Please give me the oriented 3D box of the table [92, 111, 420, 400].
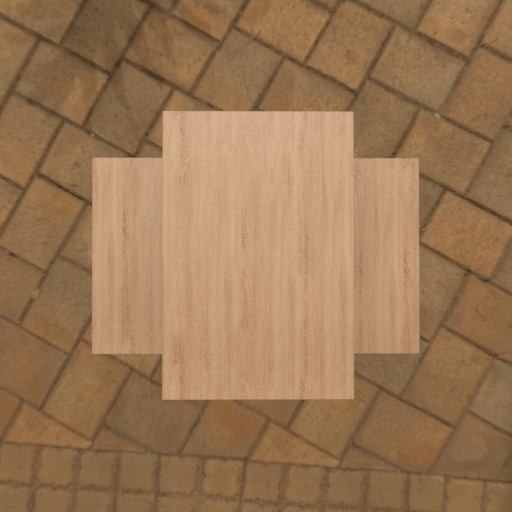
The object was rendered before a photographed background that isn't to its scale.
[{"bbox_3d":[0.000,0.000,2.039,1.443,0.700,1.100,0,89,-1],"label":"table"}]
